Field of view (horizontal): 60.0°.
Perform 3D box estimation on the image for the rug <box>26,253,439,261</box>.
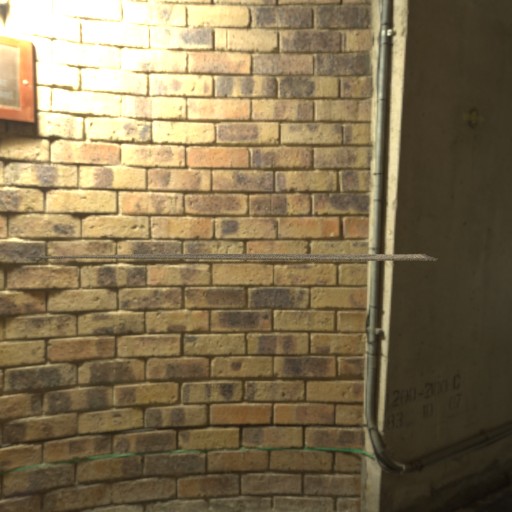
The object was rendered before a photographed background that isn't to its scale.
[{"bbox_3d":[0.000,0.000,4.188,3.069,0.026,2.451,0,1,19],"label":"rug"}]
